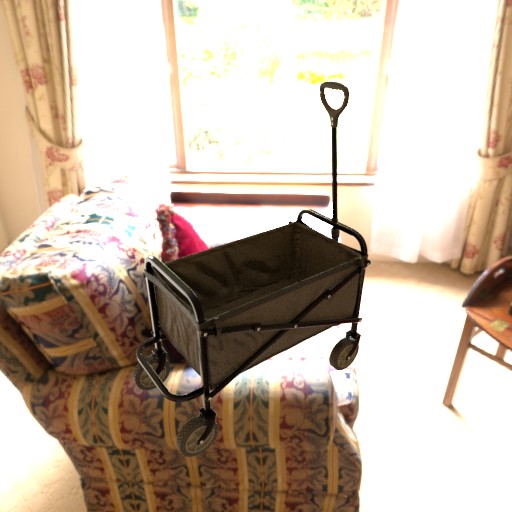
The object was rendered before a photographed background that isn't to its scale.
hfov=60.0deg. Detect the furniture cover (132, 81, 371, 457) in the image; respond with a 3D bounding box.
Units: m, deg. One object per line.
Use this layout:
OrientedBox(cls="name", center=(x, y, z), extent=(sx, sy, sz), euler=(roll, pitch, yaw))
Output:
OrientedBox(cls="furniture cover", center=(0.000, 0.000, 1.829), extent=(1.038, 1.295, 0.532), euler=(-19, 34, -31))
